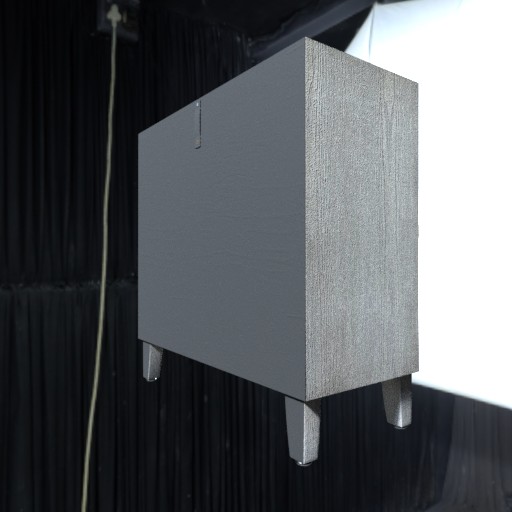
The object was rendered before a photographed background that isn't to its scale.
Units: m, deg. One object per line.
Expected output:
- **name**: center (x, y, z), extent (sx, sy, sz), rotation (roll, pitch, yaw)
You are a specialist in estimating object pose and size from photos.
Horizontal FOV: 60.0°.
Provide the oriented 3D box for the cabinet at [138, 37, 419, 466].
- **cabinet**: center (0.000, 0.000, 1.218), extent (0.370, 0.787, 0.781), rotation (0, 0, -37)
